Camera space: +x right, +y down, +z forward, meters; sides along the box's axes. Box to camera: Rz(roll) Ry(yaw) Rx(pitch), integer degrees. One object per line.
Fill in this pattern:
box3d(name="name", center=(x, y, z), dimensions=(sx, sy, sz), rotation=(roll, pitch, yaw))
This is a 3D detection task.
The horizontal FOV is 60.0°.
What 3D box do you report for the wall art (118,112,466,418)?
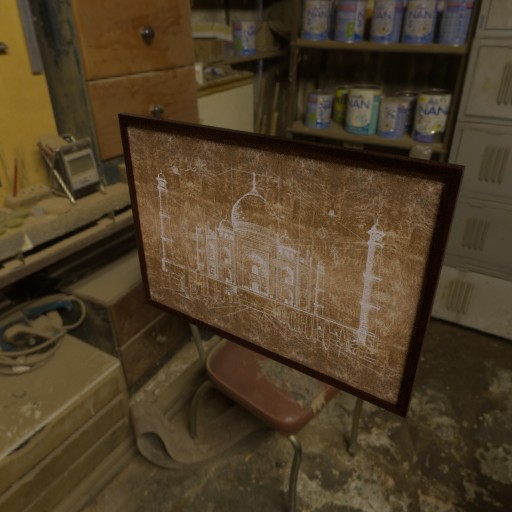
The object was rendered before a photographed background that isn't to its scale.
box3d(name="wall art", center=(0.000, 0.000, 0.559), dimensions=(0.431, 0.304, 0.012), rotation=(18, 33, 29))
